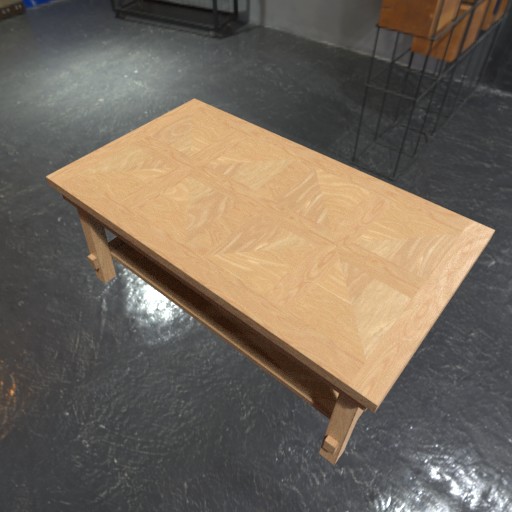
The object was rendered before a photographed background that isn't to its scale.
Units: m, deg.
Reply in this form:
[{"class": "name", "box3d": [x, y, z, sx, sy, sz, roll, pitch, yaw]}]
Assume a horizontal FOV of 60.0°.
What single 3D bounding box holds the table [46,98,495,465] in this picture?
[{"class": "table", "box3d": [0.000, 0.000, 1.601, 1.270, 0.507, 0.711, 31, 54, 26]}]
